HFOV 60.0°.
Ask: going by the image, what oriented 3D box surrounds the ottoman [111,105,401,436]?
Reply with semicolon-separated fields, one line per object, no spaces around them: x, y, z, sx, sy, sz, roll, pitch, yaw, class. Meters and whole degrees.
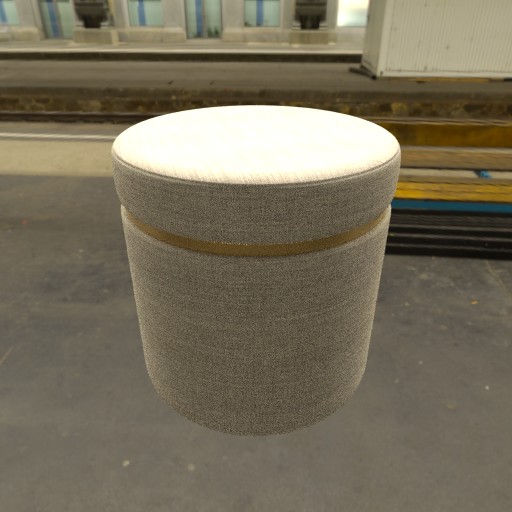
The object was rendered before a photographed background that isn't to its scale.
0.000;0.000;0.724;0.400;0.406;0.400;0;30;0;ottoman
